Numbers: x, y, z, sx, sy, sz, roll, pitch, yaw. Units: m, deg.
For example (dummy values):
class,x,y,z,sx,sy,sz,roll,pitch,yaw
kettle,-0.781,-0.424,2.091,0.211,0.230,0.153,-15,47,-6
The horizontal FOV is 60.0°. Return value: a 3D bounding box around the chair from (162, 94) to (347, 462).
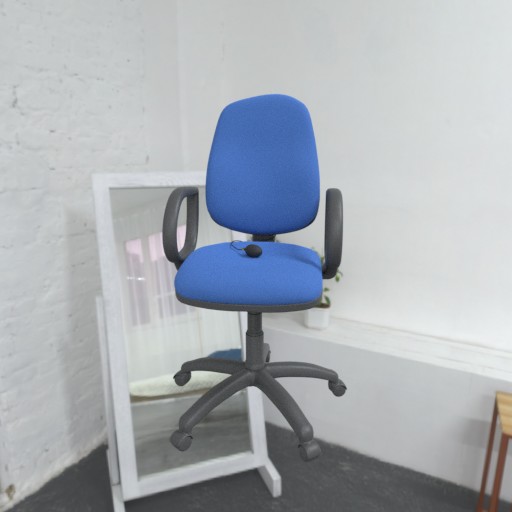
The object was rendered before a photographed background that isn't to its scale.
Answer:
class,x,y,z,sx,sy,sz,roll,pitch,yaw
chair,0.000,0.000,1.244,0.552,0.905,0.549,2,14,7
